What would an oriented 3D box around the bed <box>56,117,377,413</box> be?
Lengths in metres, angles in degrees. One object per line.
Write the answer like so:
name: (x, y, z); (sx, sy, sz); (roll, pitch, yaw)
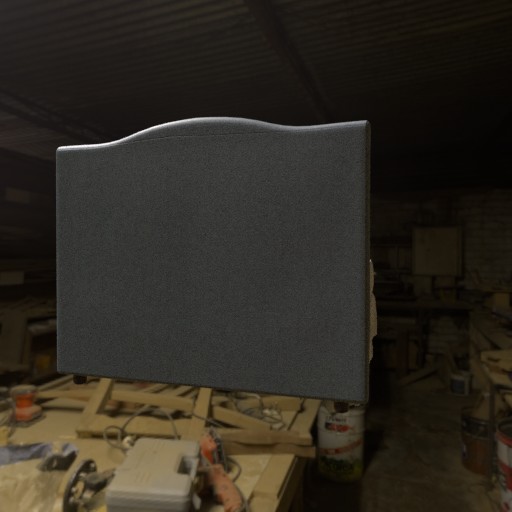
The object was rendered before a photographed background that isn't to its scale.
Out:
bed: (0.000, 0.000, 3.291); (1.753, 1.460, 2.143); (0, 1, 17)
